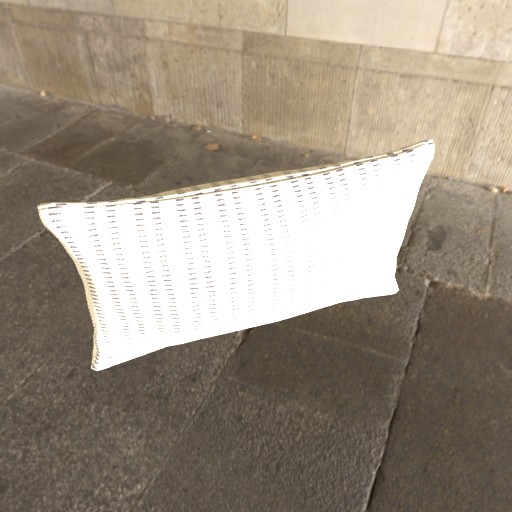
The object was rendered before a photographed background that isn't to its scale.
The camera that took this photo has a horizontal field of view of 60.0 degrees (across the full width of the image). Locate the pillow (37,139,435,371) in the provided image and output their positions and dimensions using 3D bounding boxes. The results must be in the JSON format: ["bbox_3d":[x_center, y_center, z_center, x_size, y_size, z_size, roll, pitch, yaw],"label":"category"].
[{"bbox_3d":[0.000,0.000,0.786,0.640,0.353,0.210,-12,42,-14],"label":"pillow"}]
